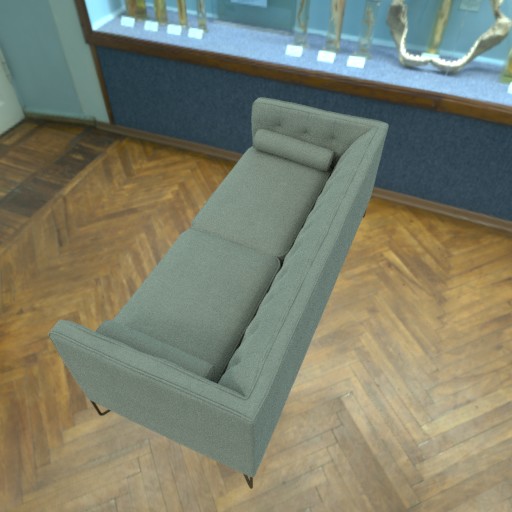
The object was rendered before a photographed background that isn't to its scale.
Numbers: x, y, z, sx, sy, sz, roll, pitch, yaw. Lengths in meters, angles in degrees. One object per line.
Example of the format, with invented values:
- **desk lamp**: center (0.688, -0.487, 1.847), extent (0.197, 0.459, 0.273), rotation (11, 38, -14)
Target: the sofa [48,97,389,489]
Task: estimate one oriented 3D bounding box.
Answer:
- **sofa**: center (0.000, 0.000, 2.518), extent (0.912, 0.798, 2.079), rotation (18, 50, 16)
